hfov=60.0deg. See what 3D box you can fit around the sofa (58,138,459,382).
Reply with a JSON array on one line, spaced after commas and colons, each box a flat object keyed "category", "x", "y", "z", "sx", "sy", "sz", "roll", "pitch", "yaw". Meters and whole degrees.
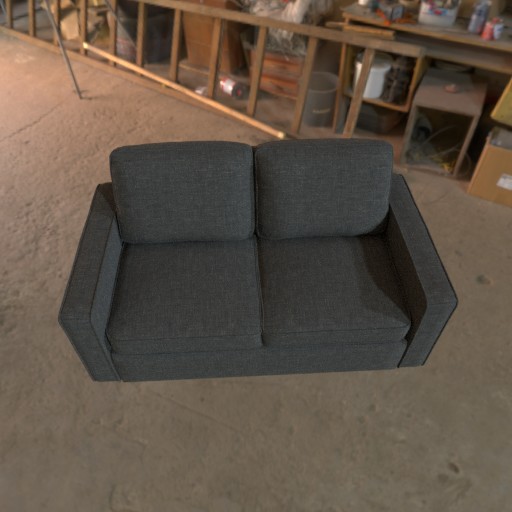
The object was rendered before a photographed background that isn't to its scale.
[{"category": "sofa", "x": 0.000, "y": 0.000, "z": 2.261, "sx": 1.709, "sy": 0.918, "sz": 0.947, "roll": -2, "pitch": 48, "yaw": -2}]
